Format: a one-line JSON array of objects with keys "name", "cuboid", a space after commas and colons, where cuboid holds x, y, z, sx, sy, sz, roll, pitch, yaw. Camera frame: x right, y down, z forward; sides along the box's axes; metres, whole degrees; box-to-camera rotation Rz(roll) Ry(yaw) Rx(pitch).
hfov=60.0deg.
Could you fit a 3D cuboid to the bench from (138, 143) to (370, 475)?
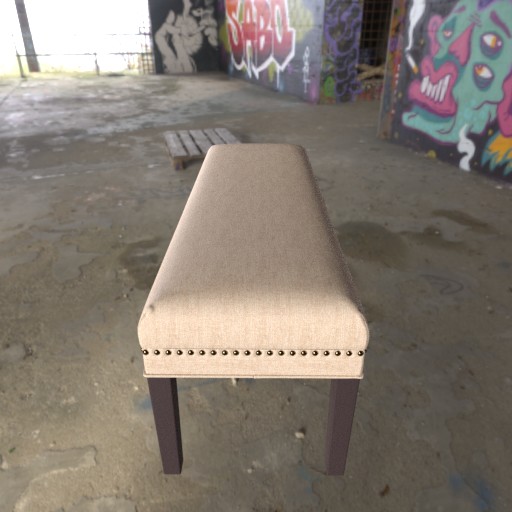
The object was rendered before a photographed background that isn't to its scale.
[{"name": "bench", "cuboid": [0.000, 0.000, 1.385, 0.410, 0.457, 1.219, 0, 28, 0]}]
